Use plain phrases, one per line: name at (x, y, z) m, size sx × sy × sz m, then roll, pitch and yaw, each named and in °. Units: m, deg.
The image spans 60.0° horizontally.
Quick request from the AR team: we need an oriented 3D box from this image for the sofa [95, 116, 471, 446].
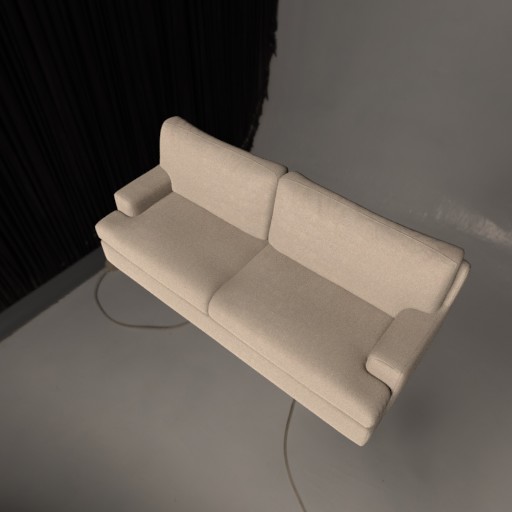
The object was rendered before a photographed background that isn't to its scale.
sofa at (0.000, 0.000, 2.935) m, size 2.354 × 0.980 × 0.962 m, roll 31°, pitch 54°, yaw 26°
